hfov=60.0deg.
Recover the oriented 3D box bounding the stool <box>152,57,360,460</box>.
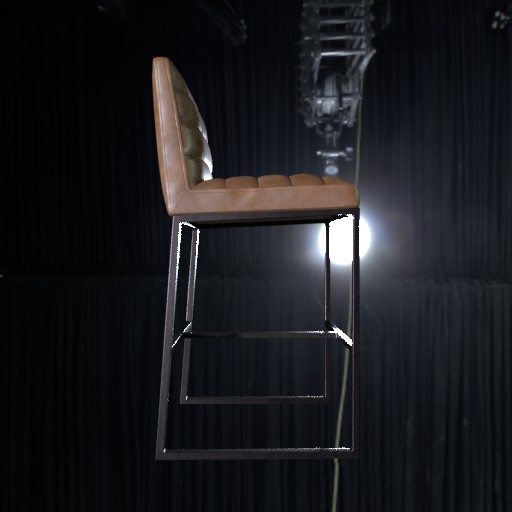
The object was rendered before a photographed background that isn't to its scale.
[{"bbox_3d":[0.000,0.000,1.379,0.562,1.065,0.463,0,1,-1],"label":"stool"}]
